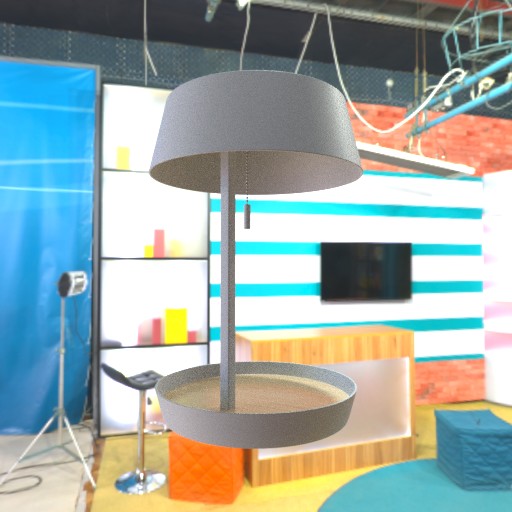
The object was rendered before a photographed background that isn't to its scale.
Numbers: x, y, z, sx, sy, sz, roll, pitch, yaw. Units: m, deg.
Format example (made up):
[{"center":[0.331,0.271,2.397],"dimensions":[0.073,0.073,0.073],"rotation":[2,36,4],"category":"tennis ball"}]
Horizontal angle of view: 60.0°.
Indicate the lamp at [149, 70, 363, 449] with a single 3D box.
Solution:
[{"center":[0.000,0.000,0.614],"dimensions":[0.291,0.429,0.291],"rotation":[0,-2,0],"category":"lamp"}]
